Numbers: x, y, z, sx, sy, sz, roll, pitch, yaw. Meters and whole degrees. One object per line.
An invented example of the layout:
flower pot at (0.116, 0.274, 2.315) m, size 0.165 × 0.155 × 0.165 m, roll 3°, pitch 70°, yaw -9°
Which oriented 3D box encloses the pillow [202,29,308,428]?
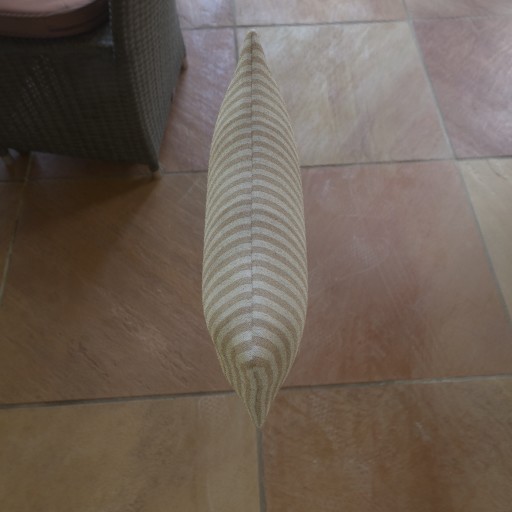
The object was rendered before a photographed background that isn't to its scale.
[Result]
pillow at (0.000, 0.000, 0.785) m, size 0.166 × 0.510 × 0.523 m, roll 0°, pitch 63°, yaw 0°
